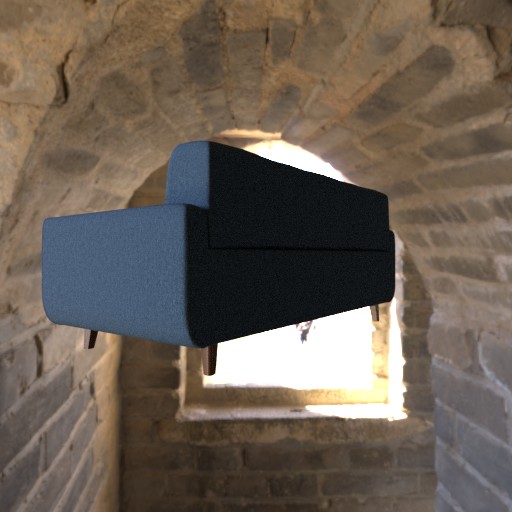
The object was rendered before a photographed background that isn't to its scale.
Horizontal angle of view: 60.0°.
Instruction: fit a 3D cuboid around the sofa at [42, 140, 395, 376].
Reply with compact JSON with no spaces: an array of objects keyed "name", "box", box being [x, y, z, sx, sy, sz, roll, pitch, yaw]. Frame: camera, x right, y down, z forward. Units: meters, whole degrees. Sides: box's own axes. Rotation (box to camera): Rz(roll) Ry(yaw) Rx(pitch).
[{"name":"sofa","box":[0.000,0.000,2.567,0.942,0.884,2.055,0,0,36]}]
